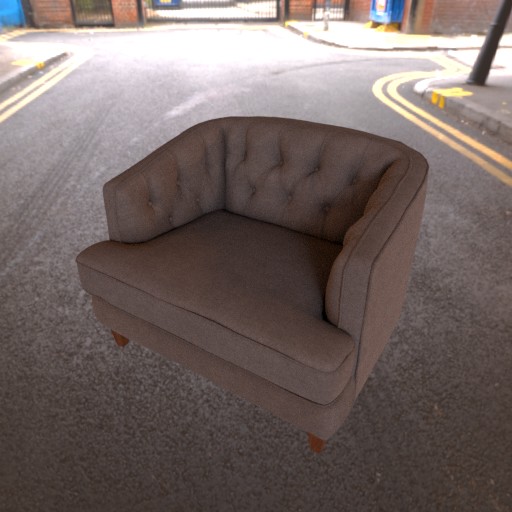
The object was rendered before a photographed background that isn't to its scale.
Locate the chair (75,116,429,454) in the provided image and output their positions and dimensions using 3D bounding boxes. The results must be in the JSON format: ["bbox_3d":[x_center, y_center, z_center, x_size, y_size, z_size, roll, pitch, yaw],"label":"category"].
[{"bbox_3d":[0.000,0.000,1.758,1.104,0.852,0.941,19,36,28],"label":"chair"}]
